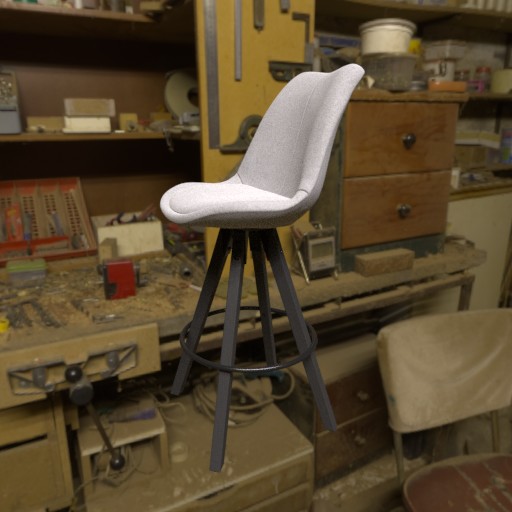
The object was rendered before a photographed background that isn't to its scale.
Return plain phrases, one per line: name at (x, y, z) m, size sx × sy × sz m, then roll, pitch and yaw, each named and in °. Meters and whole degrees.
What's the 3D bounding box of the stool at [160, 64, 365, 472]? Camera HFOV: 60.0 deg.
stool at (0.000, 0.000, 1.395) m, size 0.550 × 1.115 × 0.485 m, roll -8°, pitch 19°, yaw -25°
